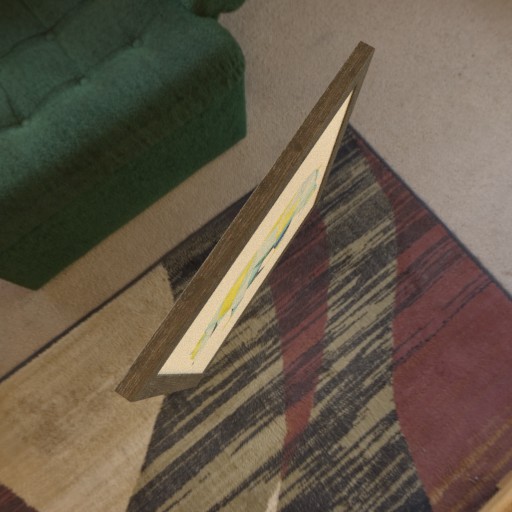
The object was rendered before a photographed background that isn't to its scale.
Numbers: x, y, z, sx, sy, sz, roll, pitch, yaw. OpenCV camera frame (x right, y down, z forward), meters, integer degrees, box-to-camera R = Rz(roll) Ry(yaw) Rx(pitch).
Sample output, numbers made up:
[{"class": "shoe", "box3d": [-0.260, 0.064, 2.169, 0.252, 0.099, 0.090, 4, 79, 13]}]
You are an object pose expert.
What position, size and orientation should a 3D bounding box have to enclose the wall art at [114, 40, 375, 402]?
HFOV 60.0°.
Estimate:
[{"class": "wall art", "box3d": [0.000, 0.000, 0.683, 0.027, 0.459, 0.462, 32, 78, 8]}]
